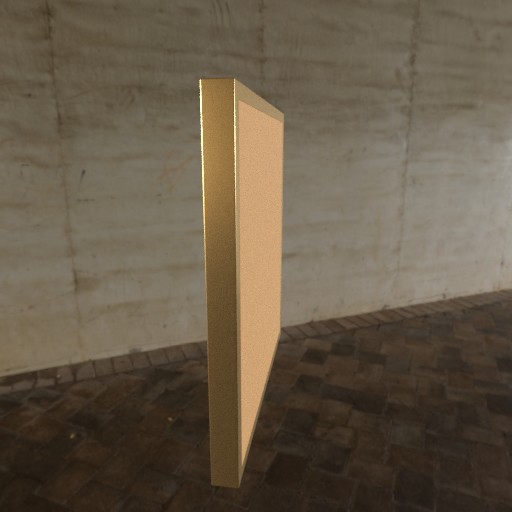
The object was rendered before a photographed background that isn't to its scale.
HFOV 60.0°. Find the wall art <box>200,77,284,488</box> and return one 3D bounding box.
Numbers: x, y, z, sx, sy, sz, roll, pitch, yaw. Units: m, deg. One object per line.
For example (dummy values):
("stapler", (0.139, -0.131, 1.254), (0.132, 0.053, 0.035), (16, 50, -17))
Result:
("wall art", (0.000, 0.000, 0.463), (0.023, 0.305, 0.305), (2, 14, 9))
